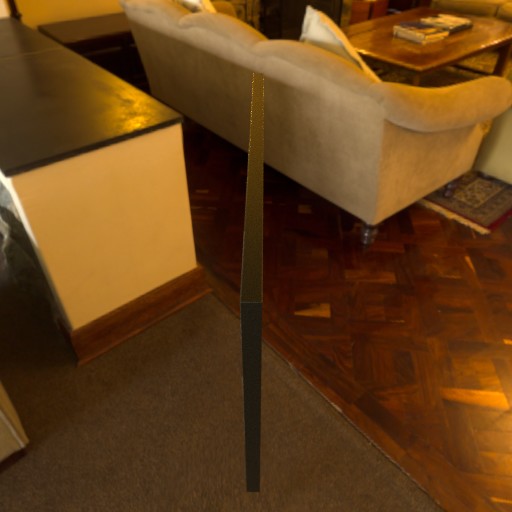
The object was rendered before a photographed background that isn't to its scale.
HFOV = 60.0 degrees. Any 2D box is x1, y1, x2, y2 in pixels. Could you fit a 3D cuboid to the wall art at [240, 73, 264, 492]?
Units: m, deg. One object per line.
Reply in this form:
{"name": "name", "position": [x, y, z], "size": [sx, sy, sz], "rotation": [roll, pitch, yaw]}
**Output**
{"name": "wall art", "position": [0.000, 0.000, 0.825], "size": [0.022, 0.446, 0.659], "rotation": [1, 41, 1]}
